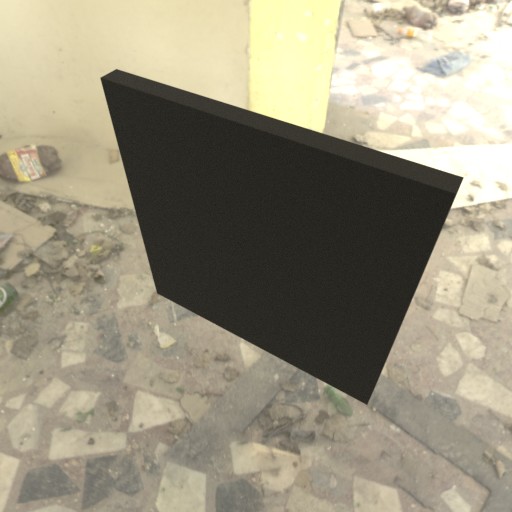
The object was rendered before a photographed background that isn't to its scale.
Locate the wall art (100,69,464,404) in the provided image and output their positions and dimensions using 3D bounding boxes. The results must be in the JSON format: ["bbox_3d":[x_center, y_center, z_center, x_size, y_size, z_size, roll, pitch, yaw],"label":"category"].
[{"bbox_3d":[0.000,0.000,0.678,0.462,0.458,0.030,24,52,21],"label":"wall art"}]
